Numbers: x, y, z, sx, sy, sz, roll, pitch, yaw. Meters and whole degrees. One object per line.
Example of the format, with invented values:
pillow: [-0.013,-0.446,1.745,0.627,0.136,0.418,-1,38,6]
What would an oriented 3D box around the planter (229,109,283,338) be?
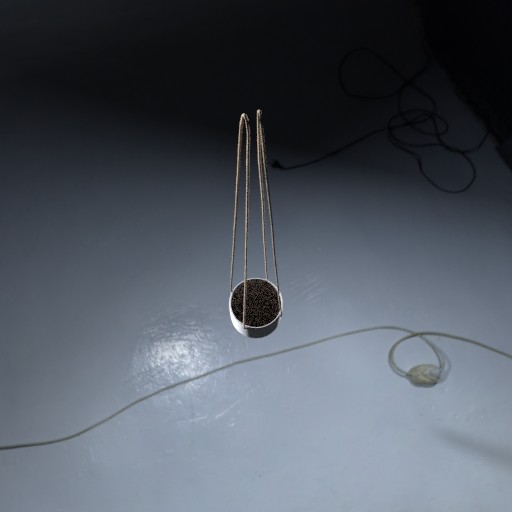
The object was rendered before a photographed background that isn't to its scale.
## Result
planter: [0.000,0.000,0.942,0.146,0.841,0.146,-18,65,-9]
